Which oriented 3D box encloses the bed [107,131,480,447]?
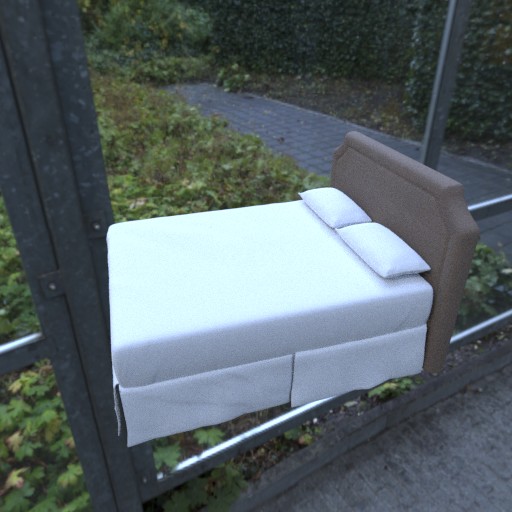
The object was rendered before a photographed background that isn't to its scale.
[{"bbox_3d":[0.000,0.000,3.096,2.116,1.290,1.693,-9,31,-15],"label":"bed"}]
